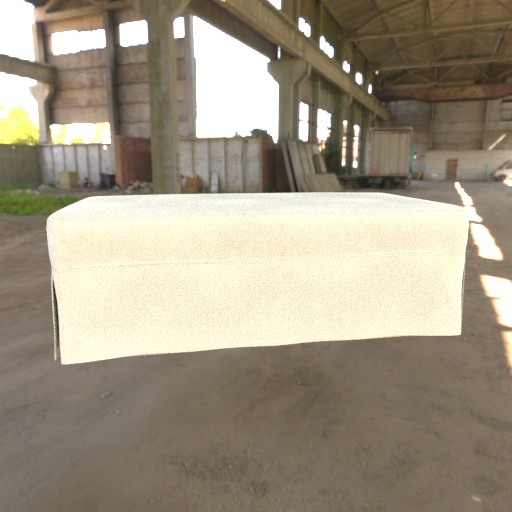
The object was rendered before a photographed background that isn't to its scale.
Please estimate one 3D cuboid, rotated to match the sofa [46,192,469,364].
[{"bbox_3d":[0.000,0.000,2.109,1.677,0.552,0.939,-2,12,-10],"label":"sofa"}]
